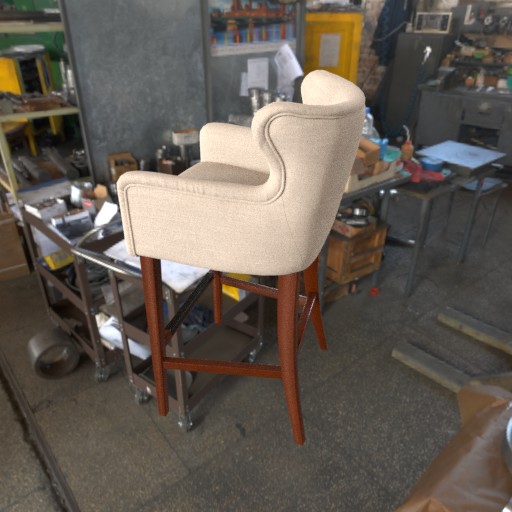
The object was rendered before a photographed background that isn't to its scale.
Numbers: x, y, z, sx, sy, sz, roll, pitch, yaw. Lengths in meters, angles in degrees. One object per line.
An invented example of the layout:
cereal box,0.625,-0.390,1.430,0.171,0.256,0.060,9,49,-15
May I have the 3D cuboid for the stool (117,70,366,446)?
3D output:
stool,0.000,0.000,1.388,0.563,1.034,0.556,9,31,15
